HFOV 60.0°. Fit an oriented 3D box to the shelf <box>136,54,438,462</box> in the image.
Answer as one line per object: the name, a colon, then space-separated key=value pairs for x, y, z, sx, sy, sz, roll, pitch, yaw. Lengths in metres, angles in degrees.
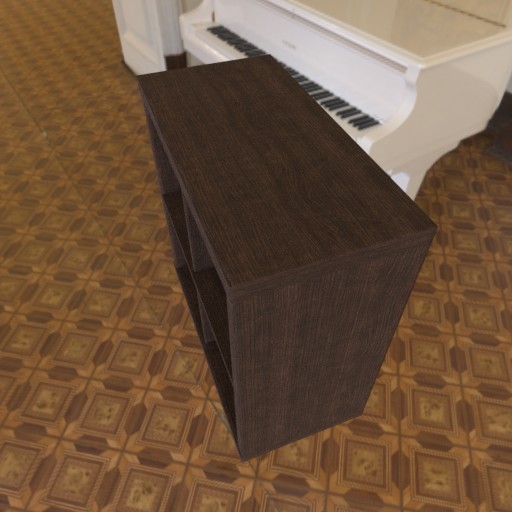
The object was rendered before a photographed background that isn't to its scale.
shelf: x=0.000 y=0.000 z=1.277 sx=0.390 sy=0.786 sz=0.790 roll=-16 pitch=49 yaw=-14
